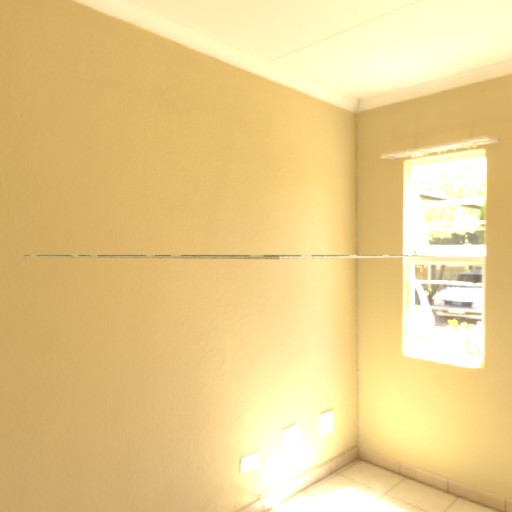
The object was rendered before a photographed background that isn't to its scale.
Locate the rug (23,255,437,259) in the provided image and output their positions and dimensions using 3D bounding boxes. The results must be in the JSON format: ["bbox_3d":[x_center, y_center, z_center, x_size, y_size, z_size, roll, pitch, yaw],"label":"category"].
[{"bbox_3d":[0.000,0.000,4.104,2.466,0.021,3.049,0,0,36],"label":"rug"}]
